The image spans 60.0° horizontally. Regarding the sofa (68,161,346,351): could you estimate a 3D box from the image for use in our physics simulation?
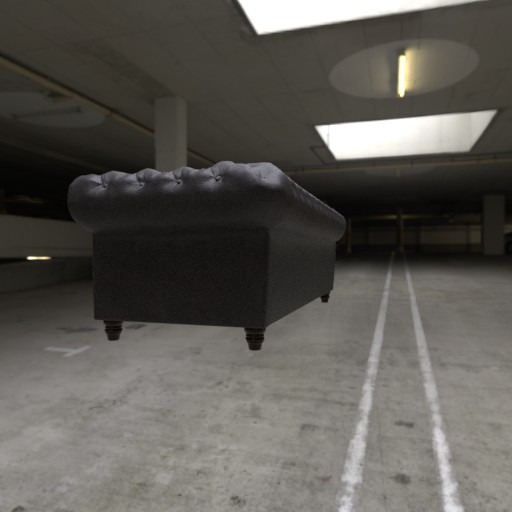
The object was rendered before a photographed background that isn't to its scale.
[{"bbox_3d":[0.000,0.000,2.854,0.944,0.783,2.385,0,0,18],"label":"sofa"}]
